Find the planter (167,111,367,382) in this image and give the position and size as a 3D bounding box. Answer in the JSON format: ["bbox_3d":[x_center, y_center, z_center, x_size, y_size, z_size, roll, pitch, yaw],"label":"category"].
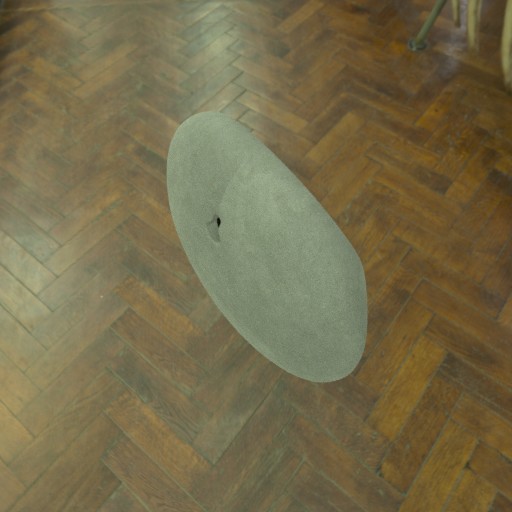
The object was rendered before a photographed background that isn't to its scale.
[{"bbox_3d":[0.000,0.000,0.288,0.071,0.188,0.185,-33,64,-18],"label":"planter"}]
